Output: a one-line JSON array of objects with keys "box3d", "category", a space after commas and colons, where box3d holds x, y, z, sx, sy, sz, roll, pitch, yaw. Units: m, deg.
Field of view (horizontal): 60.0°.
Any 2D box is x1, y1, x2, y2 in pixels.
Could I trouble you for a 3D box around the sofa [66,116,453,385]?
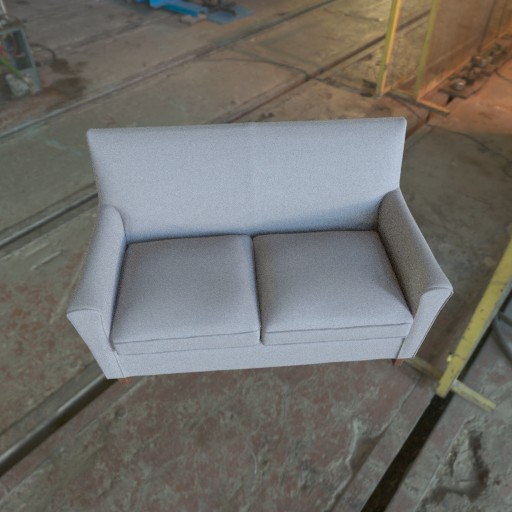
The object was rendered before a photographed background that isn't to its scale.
[{"box3d": [0.000, 0.000, 2.060, 1.482, 0.890, 0.888, -3, 45, -3], "category": "sofa"}]
